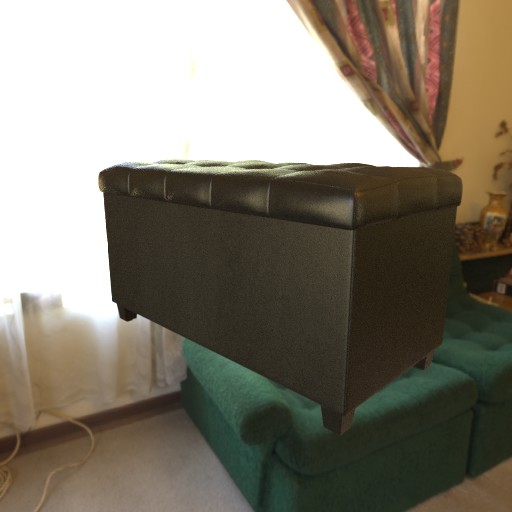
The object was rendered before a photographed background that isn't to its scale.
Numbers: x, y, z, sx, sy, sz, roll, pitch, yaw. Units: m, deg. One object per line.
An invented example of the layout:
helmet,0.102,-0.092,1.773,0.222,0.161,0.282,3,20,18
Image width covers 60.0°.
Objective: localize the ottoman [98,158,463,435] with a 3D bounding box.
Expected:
ottoman,0.000,0.000,1.125,0.838,0.470,0.432,14,19,43
